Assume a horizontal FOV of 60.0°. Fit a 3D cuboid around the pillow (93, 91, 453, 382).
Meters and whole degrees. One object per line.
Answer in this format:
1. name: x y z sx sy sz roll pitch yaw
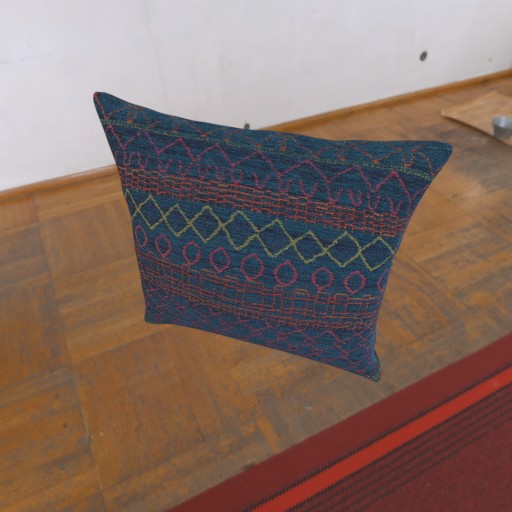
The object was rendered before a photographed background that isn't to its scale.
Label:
1. pillow: 0.000 0.000 0.643 0.431 0.431 0.141 12 42 14
